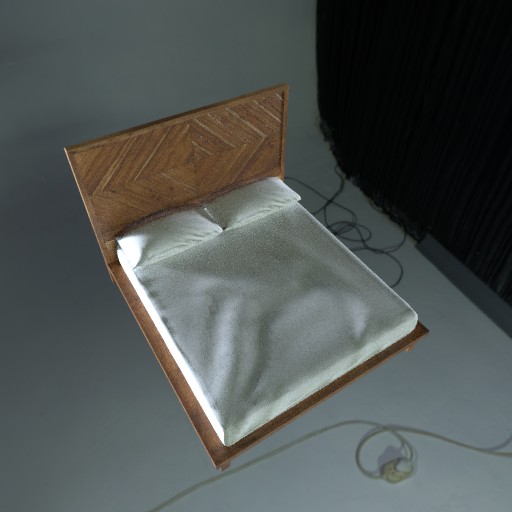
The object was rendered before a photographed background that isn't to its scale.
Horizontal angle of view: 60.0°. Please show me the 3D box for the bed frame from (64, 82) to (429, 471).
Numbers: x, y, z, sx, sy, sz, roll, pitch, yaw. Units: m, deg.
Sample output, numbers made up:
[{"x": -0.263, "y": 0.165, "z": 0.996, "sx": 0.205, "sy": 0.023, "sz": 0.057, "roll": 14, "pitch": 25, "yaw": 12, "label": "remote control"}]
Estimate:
[{"x": 0.000, "y": 0.000, "z": 3.639, "sx": 2.038, "sy": 1.537, "sz": 2.235, "roll": -24, "pitch": 51, "yaw": -21, "label": "bed frame"}]
